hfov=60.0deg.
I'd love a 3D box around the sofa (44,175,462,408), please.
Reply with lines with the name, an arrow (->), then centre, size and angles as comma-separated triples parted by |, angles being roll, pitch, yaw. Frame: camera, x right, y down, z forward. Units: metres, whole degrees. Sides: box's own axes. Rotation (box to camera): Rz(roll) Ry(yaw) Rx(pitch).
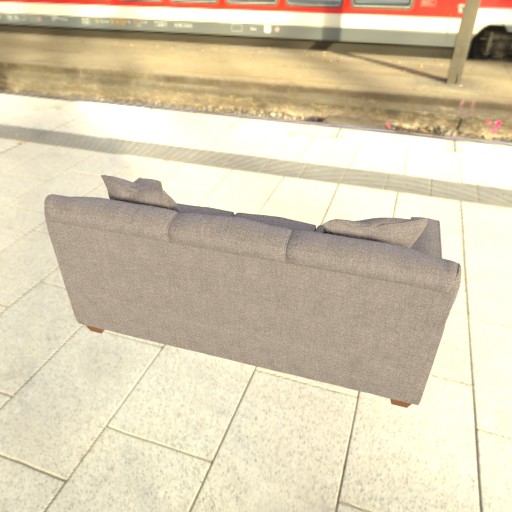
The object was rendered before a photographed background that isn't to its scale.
sofa -> 0.000, 0.000, 2.614 | 2.024, 0.958, 0.997 | 10, 36, 14
